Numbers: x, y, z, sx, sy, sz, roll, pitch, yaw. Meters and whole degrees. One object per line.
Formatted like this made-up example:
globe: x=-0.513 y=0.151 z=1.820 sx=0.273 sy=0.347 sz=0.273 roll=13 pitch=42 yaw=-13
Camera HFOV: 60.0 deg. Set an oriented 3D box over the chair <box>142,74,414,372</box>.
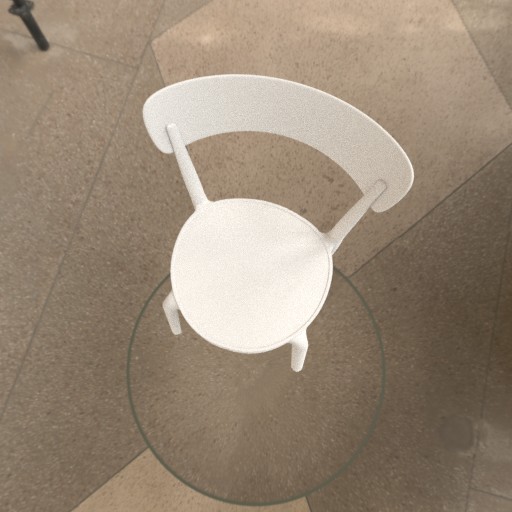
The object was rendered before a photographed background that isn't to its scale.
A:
chair: x=0.000 y=0.000 z=1.138 sx=0.506 sy=0.790 sz=0.491 roll=16 pitch=77 yaw=4
